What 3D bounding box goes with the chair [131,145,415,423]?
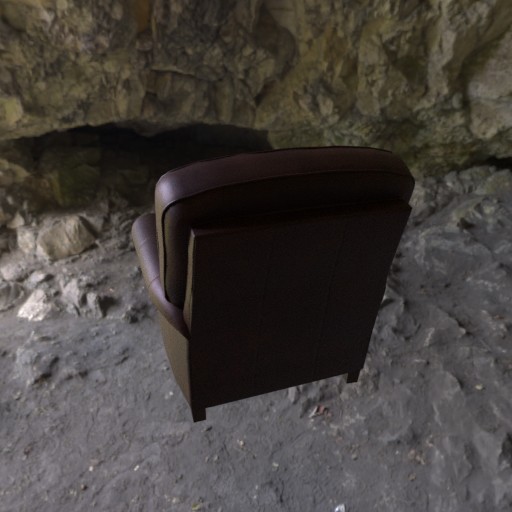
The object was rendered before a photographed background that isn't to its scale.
[{"bbox_3d":[0.000,0.000,1.817,0.936,1.018,0.986,-9,28,-17],"label":"chair"}]
